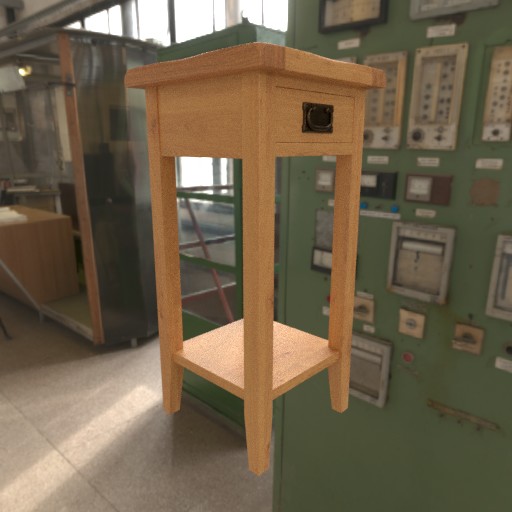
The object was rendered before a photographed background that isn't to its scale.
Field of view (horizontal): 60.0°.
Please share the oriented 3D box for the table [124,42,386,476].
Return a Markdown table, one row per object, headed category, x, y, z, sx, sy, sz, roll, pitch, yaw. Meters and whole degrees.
| category | x | y | z | sx | sy | sz | roll | pitch | yaw |
| --- | --- | --- | --- | --- | --- | --- | --- | --- | --- |
| table | 0.000 | 0.000 | 0.947 | 0.360 | 0.740 | 0.360 | 13 | 19 | 42 |
